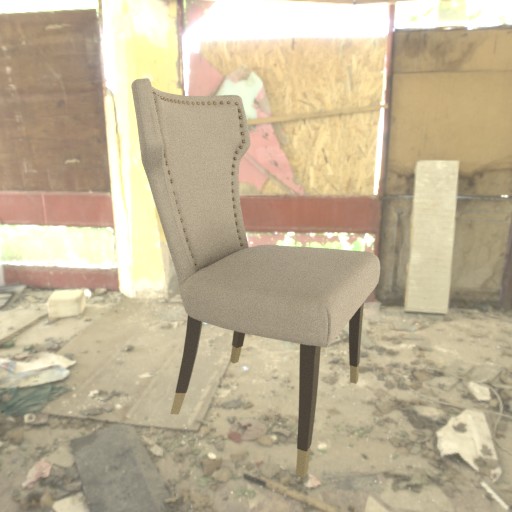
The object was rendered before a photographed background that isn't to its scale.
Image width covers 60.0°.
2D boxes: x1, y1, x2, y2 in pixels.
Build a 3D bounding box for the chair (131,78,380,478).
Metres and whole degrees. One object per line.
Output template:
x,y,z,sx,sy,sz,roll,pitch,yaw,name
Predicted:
0.000,0.000,1.307,0.630,0.950,0.526,7,16,26,chair
